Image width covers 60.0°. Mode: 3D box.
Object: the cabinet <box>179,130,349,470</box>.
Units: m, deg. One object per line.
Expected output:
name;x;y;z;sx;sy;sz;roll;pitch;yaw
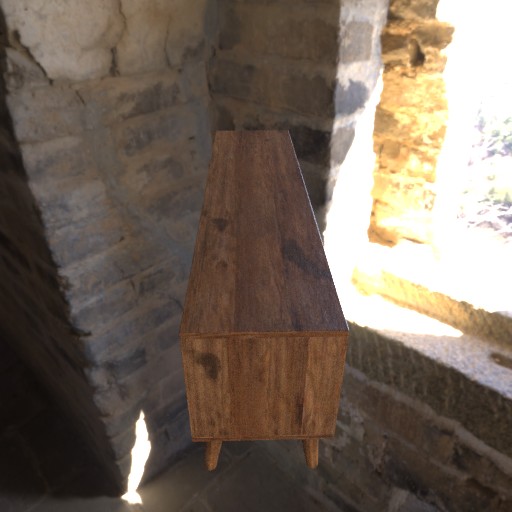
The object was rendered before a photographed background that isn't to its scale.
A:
cabinet;0.000;0.000;1.661;0.349;0.528;1.448;-1;32;-1
